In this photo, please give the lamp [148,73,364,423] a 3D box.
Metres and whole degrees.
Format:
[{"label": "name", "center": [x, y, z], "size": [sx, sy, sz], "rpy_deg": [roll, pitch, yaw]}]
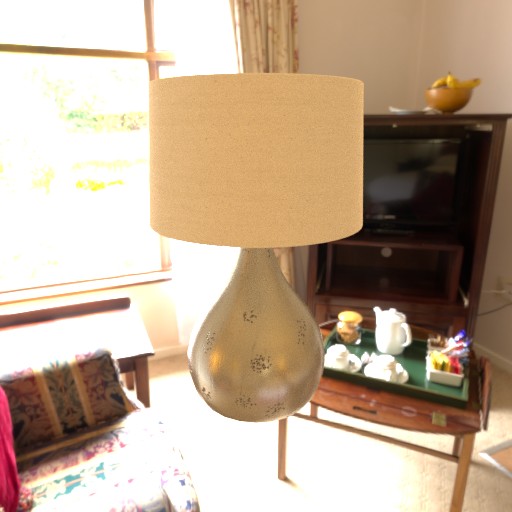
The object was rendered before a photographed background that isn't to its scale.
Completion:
[{"label": "lamp", "center": [0.000, 0.000, 0.721], "size": [0.330, 0.521, 0.330], "rpy_deg": [0, 16, 0]}]
